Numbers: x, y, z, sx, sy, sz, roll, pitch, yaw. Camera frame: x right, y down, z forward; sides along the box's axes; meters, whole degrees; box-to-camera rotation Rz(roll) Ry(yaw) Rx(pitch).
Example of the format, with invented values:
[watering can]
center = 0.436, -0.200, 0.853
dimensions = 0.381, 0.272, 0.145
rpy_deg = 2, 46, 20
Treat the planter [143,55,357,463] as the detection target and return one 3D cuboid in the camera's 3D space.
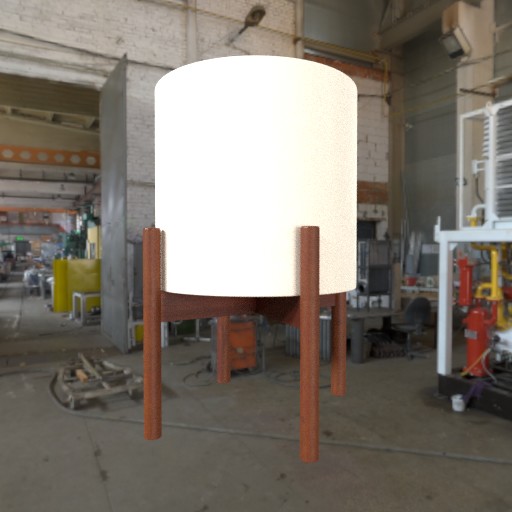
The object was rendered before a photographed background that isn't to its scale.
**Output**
[planter]
center = 0.000, 0.000, 0.945
dimensions = 0.417, 0.670, 0.417
rpy_deg = 0, 1, 18
